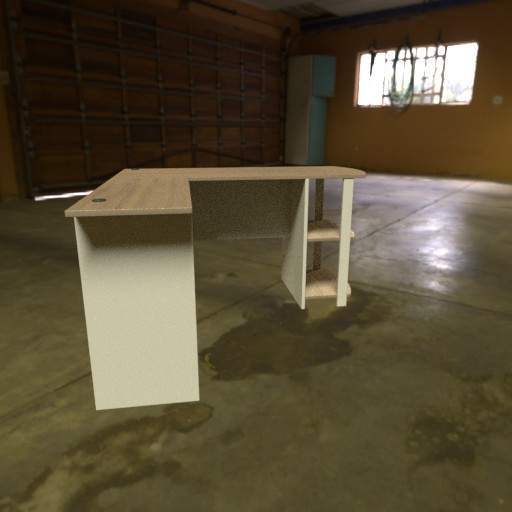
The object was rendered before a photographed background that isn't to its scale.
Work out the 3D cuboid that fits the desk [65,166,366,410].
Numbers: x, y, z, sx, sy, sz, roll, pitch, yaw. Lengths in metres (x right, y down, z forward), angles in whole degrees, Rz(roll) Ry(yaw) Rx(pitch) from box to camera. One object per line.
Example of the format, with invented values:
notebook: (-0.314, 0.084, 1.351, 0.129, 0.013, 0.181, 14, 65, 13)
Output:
desk: (0.000, 0.000, 2.082, 1.303, 0.716, 1.361, -3, 16, -9)
